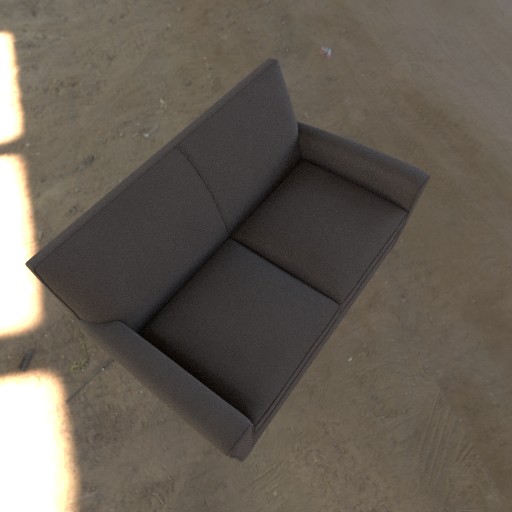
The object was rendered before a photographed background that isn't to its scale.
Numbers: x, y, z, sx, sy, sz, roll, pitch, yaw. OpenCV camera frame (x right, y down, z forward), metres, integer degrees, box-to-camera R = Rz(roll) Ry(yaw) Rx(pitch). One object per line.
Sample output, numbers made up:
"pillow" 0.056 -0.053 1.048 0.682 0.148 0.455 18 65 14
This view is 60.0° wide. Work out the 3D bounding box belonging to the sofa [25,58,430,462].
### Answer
"sofa" 0.000 0.000 1.922 0.871 0.846 1.420 33 64 18
